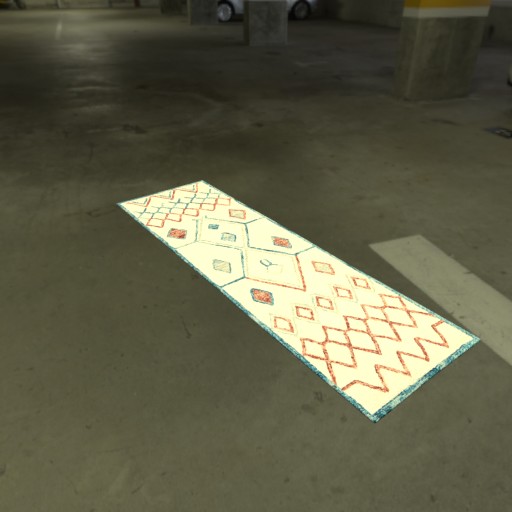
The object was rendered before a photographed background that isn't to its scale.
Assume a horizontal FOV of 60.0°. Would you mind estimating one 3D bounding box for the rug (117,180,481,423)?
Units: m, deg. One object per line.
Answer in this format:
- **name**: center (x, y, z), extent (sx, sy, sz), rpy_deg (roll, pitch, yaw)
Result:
- **rug**: center (0.000, 0.000, 2.672), extent (0.750, 0.011, 2.435), rpy_deg (-22, 38, -31)
